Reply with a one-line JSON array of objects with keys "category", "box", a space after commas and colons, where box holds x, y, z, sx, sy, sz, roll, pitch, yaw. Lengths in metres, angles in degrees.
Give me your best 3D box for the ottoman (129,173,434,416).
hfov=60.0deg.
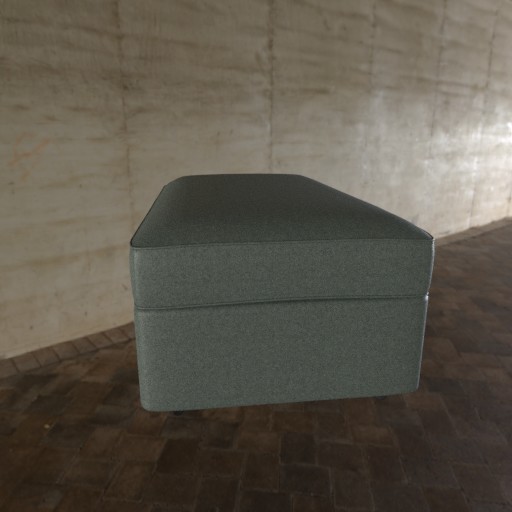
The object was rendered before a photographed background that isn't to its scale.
[{"category": "ottoman", "box": [0.000, 0.000, 1.538, 0.681, 0.494, 1.173, -2, 16, -7]}]
